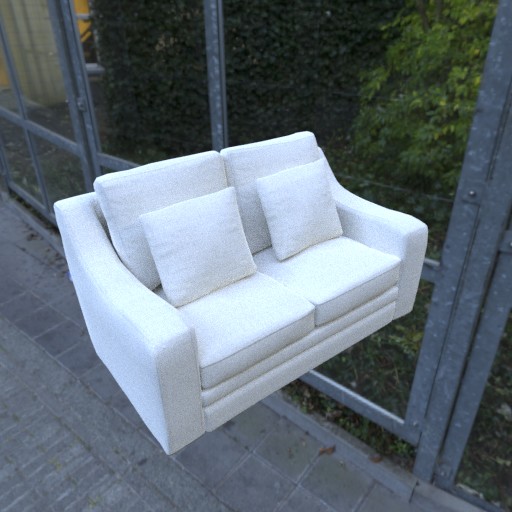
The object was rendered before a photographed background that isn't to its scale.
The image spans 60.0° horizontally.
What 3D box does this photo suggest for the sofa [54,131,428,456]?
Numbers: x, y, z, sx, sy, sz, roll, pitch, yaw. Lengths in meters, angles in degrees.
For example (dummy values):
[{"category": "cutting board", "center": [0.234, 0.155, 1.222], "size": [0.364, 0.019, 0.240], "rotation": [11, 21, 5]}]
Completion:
[{"category": "sofa", "center": [0.000, 0.000, 2.397], "size": [1.744, 1.047, 1.040], "rotation": [-21, 35, -32]}]
